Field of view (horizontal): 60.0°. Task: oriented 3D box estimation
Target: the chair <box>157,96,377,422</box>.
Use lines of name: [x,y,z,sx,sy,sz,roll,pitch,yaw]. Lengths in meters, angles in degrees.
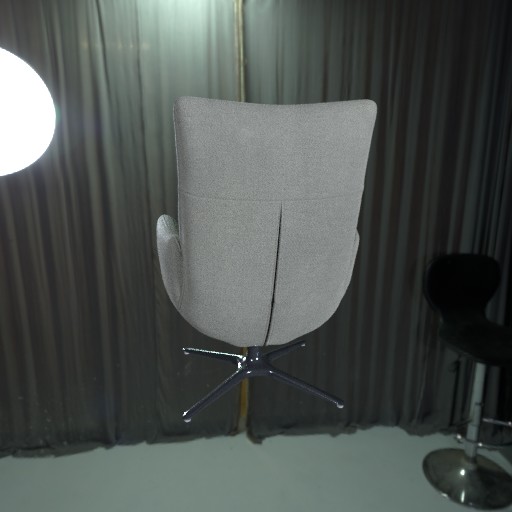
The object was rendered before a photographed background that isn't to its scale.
chair: [0.000,0.000,1.623,0.711,1.016,0.889,-2,14,-9]
